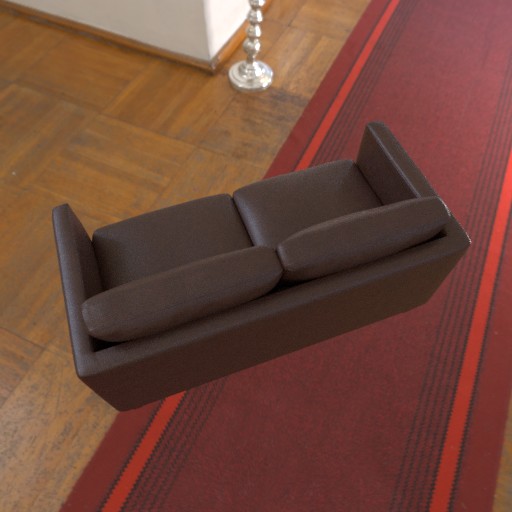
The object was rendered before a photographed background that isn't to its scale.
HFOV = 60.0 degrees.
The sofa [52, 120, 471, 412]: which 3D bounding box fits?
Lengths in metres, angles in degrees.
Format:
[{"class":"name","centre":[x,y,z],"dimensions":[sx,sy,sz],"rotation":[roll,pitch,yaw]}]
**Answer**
[{"class":"sofa","centre":[0.000,0.000,2.405],"dimensions":[1.883,0.933,0.951],"rotation":[-17,60,-10]}]
